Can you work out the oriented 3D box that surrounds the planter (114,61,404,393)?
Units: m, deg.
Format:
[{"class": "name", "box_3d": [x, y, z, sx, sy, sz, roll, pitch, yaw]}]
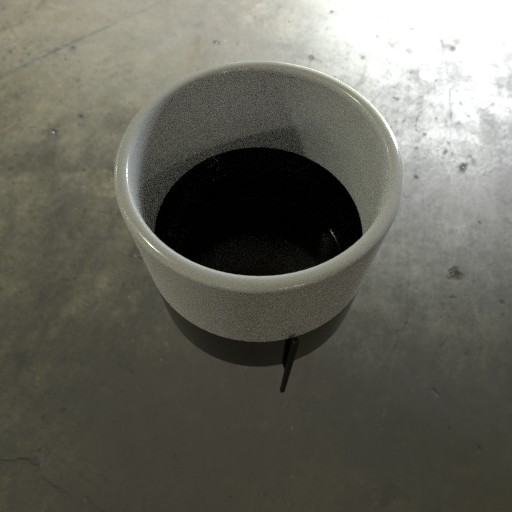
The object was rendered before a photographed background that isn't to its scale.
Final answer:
[{"class": "planter", "box_3d": [0.000, 0.000, 0.648, 0.310, 0.432, 0.310, 0, 62, 0]}]
